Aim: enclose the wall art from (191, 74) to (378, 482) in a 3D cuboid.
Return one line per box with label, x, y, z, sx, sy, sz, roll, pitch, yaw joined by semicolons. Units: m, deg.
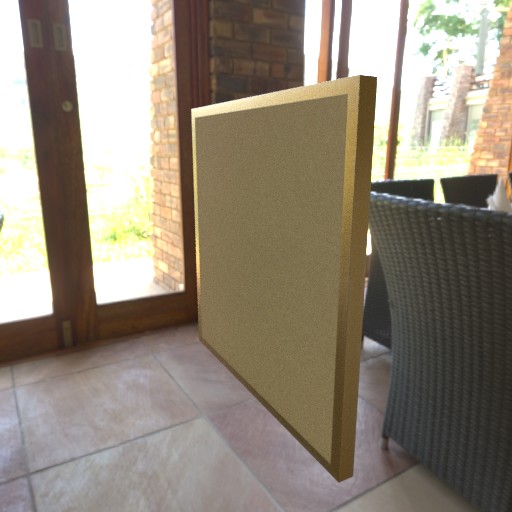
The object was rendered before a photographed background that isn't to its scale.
wall art;0.000;0.000;1.125;0.037;0.760;0.762;-7;16;-27
